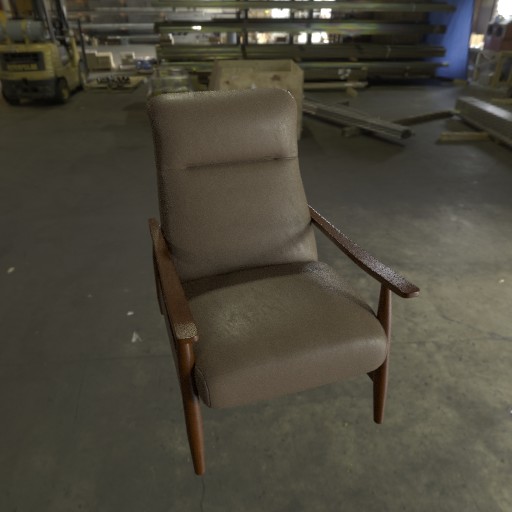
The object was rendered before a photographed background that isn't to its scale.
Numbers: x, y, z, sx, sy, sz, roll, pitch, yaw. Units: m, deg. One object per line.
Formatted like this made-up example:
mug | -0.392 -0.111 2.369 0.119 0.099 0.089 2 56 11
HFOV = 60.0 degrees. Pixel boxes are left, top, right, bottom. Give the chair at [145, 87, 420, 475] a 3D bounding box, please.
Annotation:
chair | 0.000 0.000 1.734 0.762 1.082 1.014 -9 31 -15
